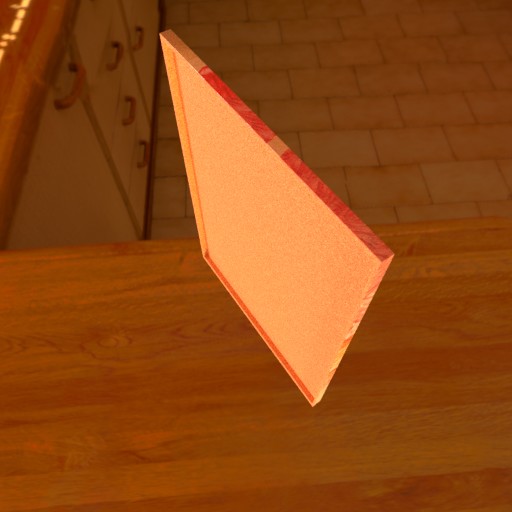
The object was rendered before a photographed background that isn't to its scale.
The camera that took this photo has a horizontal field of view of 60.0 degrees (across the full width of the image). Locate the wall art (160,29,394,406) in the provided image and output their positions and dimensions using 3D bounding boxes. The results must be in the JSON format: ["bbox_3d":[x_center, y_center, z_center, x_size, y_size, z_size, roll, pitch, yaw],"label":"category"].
[{"bbox_3d":[0.000,0.000,1.318,0.031,1.015,0.762,-30,63,-17],"label":"wall art"}]
